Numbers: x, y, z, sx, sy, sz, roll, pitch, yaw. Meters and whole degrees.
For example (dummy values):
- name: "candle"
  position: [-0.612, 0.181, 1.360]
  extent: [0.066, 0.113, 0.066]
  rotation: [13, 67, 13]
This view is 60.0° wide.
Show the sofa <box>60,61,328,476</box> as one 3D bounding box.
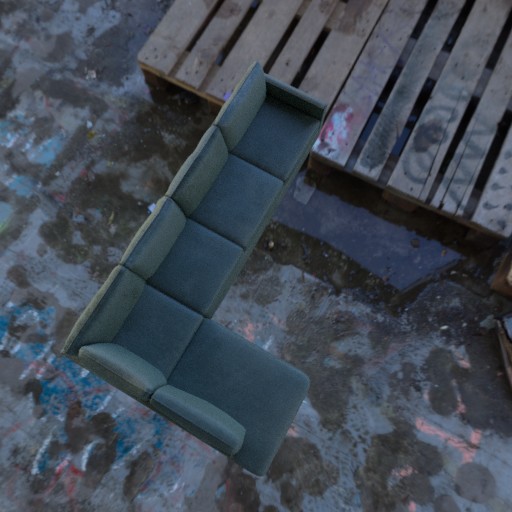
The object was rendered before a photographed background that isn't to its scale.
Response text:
- name: "sofa"
  position: [0.000, 0.000, 4.300]
  extent: [2.048, 0.996, 3.384]
  rotation: [29, 77, 7]
